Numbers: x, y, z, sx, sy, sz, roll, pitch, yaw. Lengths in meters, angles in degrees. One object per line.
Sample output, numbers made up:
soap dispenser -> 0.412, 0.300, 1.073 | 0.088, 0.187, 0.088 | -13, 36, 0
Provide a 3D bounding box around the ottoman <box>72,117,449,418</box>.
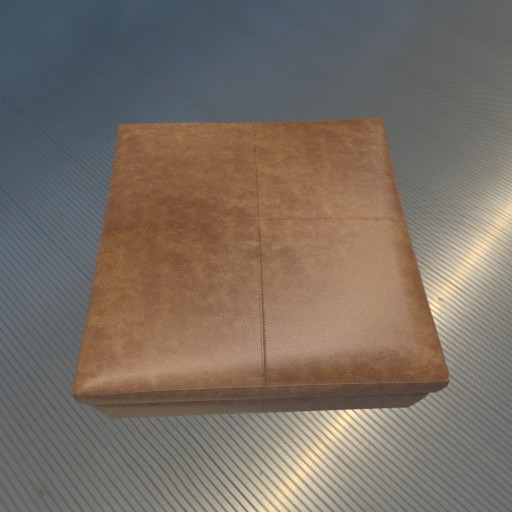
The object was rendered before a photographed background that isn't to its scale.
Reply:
ottoman -> 0.000, 0.000, 1.786 | 1.168, 0.483, 1.169 | -2, 59, -1
